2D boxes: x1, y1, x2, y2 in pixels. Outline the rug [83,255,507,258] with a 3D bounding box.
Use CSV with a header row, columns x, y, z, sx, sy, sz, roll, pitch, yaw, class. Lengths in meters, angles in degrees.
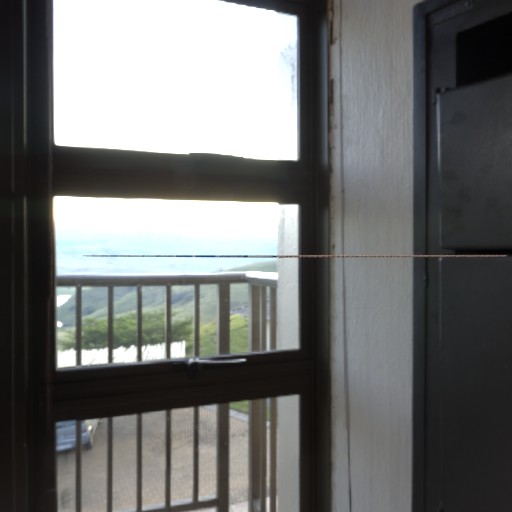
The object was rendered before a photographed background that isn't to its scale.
x,y,z,sx,sy,sz,roll,pitch,yaw,class
0.000,0.000,2.880,1.532,0.010,2.441,0,0,-36,rug
